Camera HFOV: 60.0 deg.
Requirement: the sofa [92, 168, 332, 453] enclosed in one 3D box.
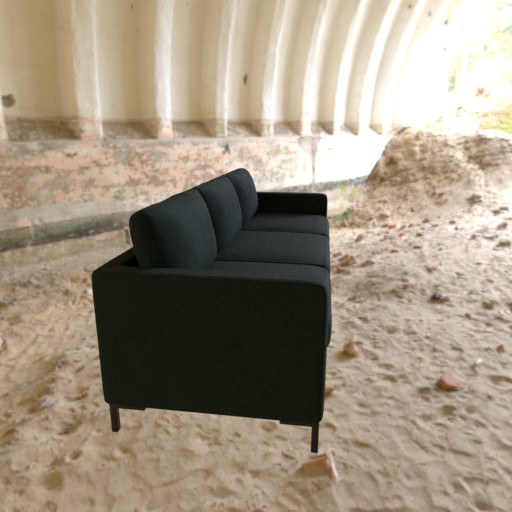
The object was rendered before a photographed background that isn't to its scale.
[{"bbox_3d":[0.000,0.000,2.606,0.859,0.870,2.218,2,16,8],"label":"sofa"}]
